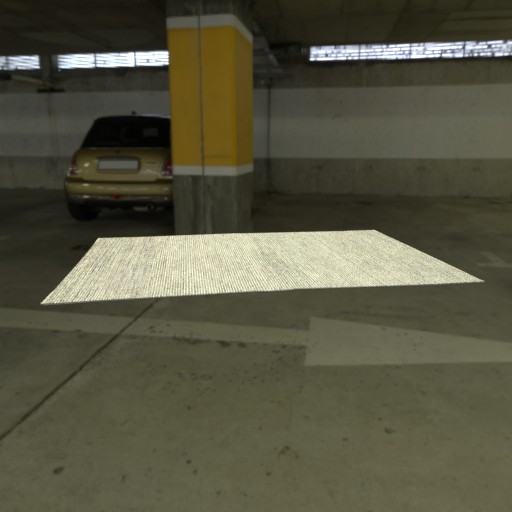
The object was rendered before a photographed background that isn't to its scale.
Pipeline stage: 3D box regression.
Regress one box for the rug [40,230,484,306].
[{"bbox_3d":[0.000,0.000,2.296,1.789,0.021,1.159,-2,14,-8],"label":"rug"}]
